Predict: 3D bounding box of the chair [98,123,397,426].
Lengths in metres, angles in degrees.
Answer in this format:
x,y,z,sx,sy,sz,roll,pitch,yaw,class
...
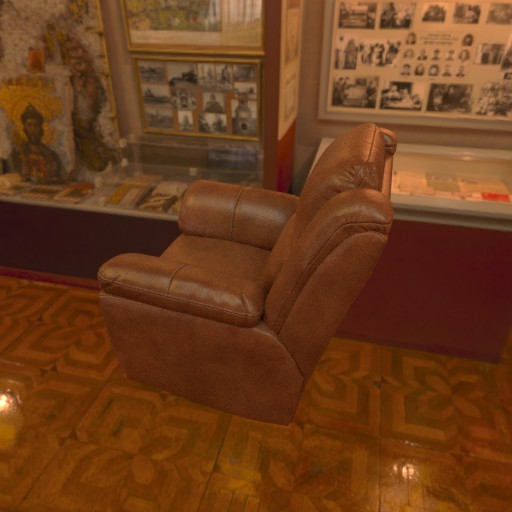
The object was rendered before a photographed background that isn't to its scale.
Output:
x,y,z,sx,sy,sz,roll,pitch,yaw,class
0.000,0.000,1.935,1.041,1.093,0.990,8,32,14,chair
